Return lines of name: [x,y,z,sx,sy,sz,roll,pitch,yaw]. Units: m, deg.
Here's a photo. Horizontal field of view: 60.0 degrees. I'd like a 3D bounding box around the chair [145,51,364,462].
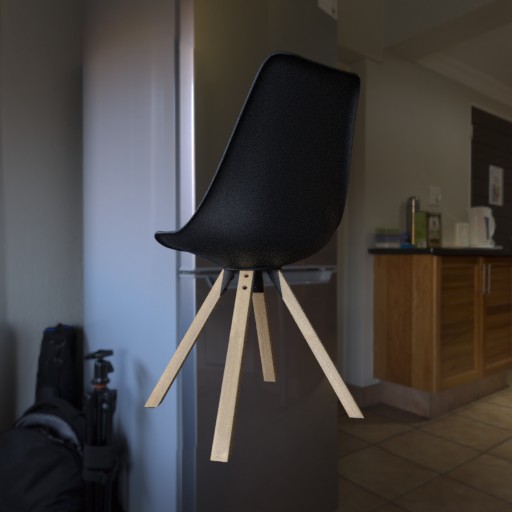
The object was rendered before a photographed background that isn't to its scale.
chair: [0.000,0.000,1.183,0.485,0.850,0.549,-1,1,-35]
